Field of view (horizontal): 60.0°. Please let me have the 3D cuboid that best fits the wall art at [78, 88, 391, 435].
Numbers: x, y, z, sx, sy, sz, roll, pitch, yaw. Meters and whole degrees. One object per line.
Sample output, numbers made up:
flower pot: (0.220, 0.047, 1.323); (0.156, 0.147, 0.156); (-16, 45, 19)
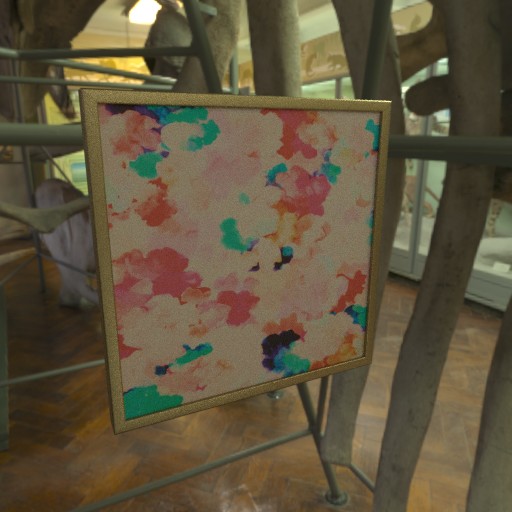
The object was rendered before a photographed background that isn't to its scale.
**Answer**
wall art: (0.000, 0.000, 0.749); (0.510, 0.509, 0.037); (-7, 17, -25)
